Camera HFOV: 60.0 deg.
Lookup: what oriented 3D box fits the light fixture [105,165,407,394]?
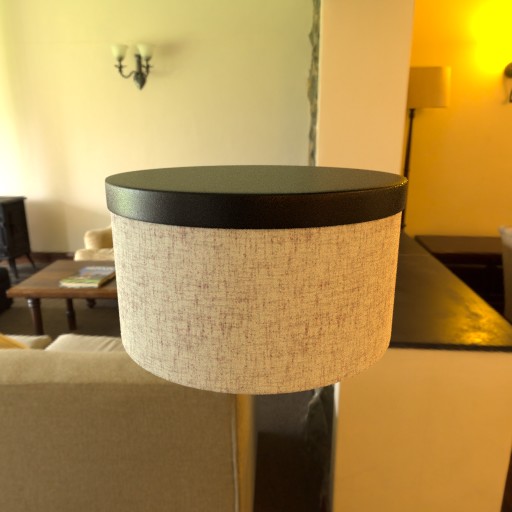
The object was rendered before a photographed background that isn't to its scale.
[{"bbox_3d":[0.000,0.000,0.630,0.389,0.229,0.389,0,15,0],"label":"light fixture"}]
